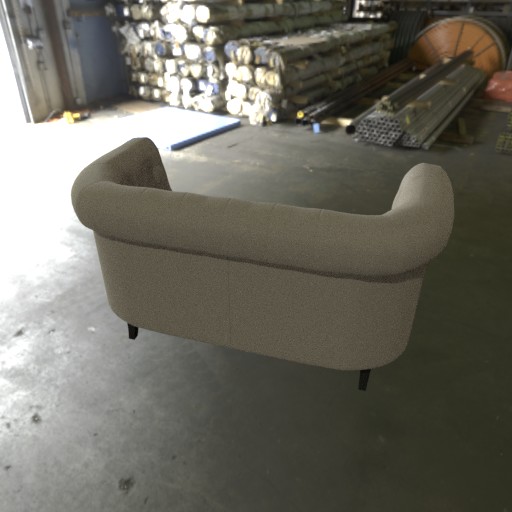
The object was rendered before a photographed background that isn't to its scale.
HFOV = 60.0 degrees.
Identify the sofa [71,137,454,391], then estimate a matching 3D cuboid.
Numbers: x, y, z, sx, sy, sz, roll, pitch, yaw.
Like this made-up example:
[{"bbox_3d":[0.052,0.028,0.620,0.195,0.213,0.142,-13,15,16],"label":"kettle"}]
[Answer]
[{"bbox_3d":[0.000,0.000,2.011,1.558,0.827,0.835,9,32,14],"label":"sofa"}]
